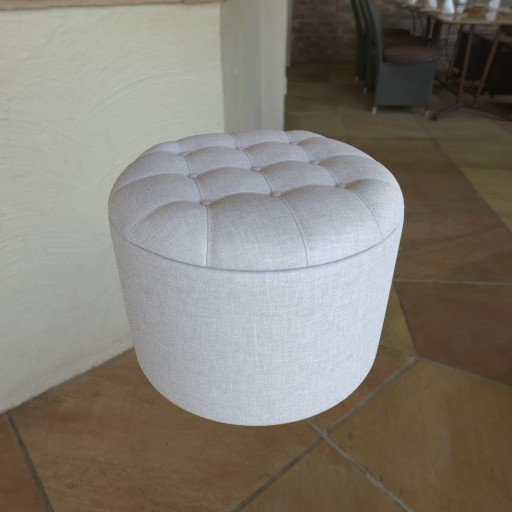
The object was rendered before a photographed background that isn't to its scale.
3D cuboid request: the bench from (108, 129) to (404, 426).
[{"bbox_3d":[0.000,0.000,1.009,0.600,0.453,0.600,0,32,0],"label":"bench"}]
